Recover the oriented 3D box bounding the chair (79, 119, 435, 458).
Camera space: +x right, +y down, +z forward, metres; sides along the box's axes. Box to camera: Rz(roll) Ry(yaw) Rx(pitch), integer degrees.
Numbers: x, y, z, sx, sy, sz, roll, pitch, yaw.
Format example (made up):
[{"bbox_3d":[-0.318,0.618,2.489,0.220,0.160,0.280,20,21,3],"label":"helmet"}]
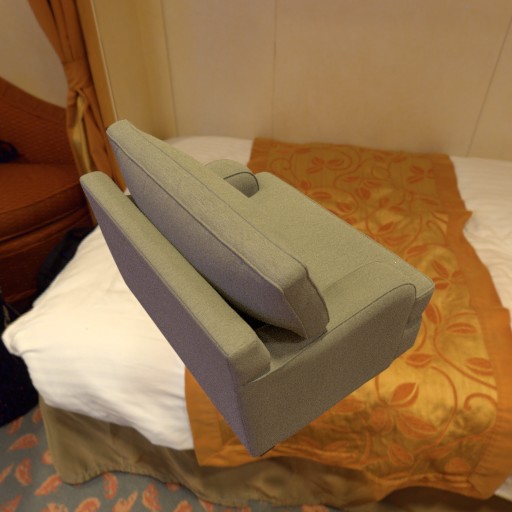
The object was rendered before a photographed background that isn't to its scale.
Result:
[{"bbox_3d":[0.000,0.000,1.969,1.041,1.016,1.220,-25,46,-27],"label":"chair"}]
